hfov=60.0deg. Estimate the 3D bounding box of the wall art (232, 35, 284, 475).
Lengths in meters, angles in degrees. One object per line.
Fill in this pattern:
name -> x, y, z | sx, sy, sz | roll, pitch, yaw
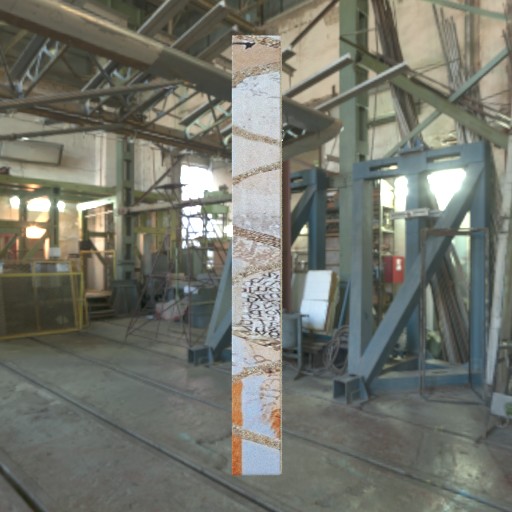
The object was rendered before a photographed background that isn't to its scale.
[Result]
wall art -> 0.000, 0.000, 0.455 | 0.036, 0.304, 0.303 | 0, 0, -1
